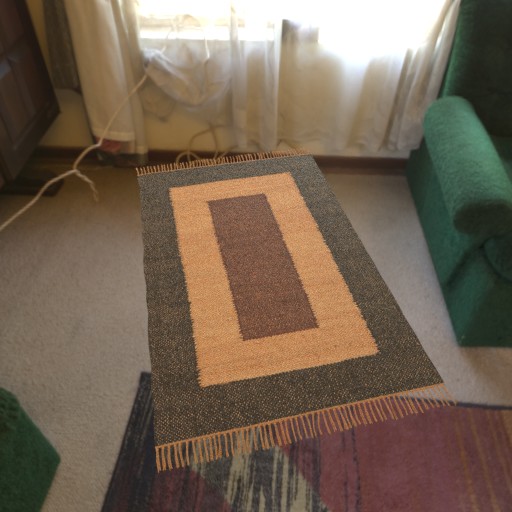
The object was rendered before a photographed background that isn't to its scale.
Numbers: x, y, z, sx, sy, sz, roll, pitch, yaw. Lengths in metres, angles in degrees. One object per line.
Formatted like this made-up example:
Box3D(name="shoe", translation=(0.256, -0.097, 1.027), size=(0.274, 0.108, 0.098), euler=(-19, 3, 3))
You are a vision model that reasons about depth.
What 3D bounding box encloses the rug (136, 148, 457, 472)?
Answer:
Box3D(name="rug", translation=(0.000, 0.000, 1.816), size=(0.920, 0.013, 1.541), euler=(-9, 45, -9))
